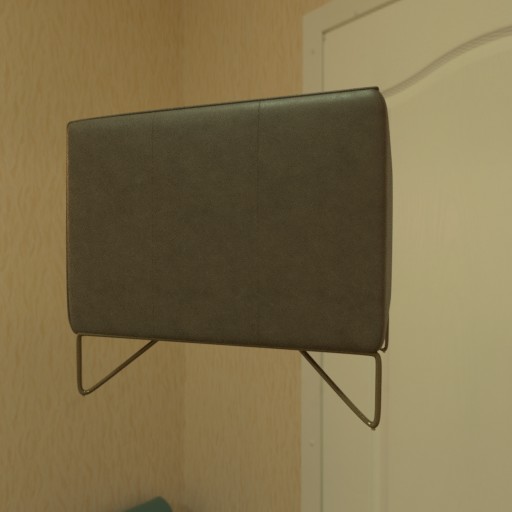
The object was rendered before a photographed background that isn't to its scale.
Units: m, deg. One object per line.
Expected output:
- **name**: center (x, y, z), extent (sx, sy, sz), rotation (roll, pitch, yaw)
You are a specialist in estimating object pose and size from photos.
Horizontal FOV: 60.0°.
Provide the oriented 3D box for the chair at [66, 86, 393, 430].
- **chair**: center (0.000, 0.000, 1.530), extent (0.894, 0.790, 0.880), rotation (0, 1, 18)
